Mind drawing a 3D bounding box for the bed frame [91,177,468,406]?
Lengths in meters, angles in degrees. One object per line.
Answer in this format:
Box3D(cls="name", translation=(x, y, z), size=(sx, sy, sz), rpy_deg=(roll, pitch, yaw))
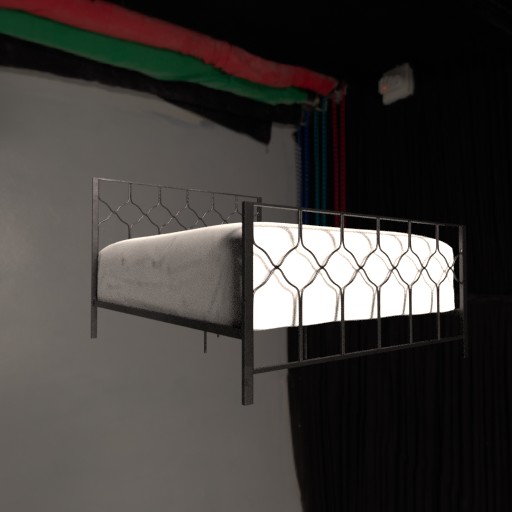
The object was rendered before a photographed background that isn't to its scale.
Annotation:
Box3D(cls="bed frame", translation=(0.000, 0.000, 3.005), size=(1.597, 1.222, 2.063), rpy_deg=(1, -2, -36))
